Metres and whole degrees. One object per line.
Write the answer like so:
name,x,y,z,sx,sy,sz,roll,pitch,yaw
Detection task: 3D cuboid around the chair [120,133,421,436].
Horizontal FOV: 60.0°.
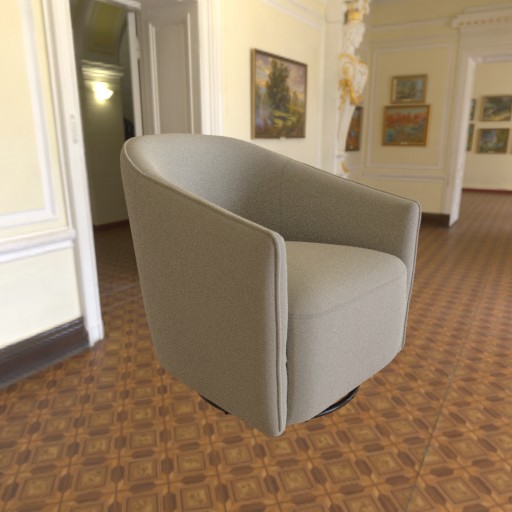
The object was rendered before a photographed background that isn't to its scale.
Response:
chair,0.000,0.000,1.488,0.875,0.799,0.747,14,20,43
